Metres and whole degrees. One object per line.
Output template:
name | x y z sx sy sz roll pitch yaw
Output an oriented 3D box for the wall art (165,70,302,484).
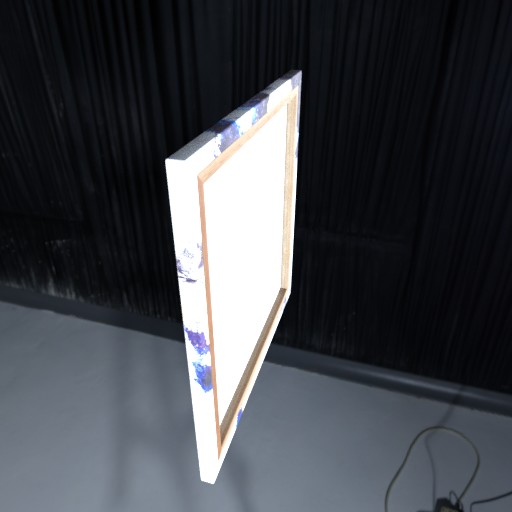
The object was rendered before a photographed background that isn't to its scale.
wall art | 0.000 0.000 1.300 0.038 0.885 0.887 9 33 14
